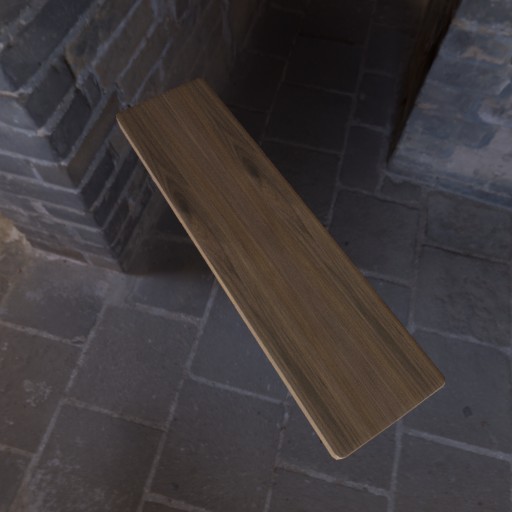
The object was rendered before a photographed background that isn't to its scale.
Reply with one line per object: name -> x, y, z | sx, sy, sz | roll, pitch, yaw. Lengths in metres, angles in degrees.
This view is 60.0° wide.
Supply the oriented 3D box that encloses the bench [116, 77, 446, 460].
bench -> 0.000, 0.000, 1.822 | 0.425, 0.462, 1.570 | -29, 67, -14
